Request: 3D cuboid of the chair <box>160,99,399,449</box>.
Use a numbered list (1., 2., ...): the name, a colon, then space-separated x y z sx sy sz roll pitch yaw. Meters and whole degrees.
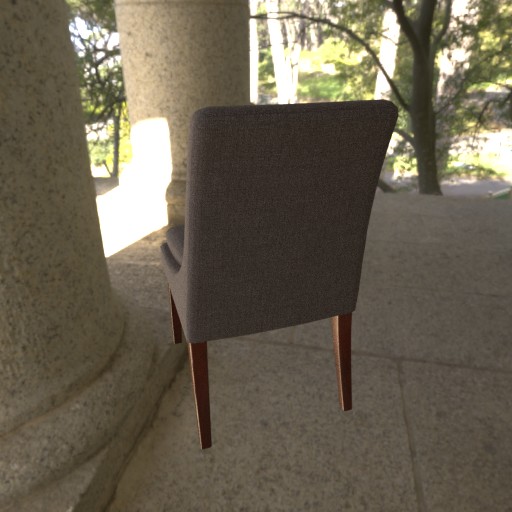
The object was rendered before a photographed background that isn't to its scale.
1. chair: 0.000 0.000 1.348 0.508 0.952 0.655 -8 27 -17
